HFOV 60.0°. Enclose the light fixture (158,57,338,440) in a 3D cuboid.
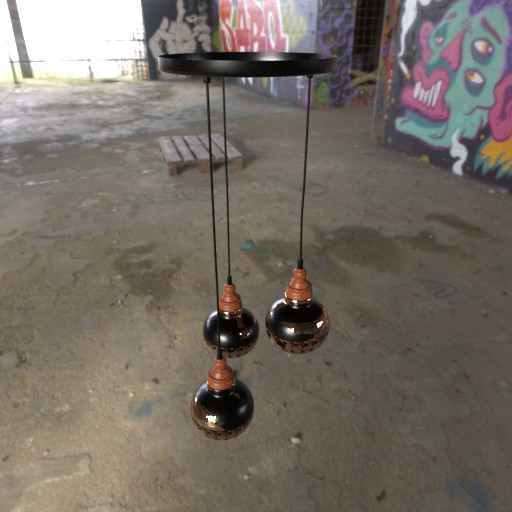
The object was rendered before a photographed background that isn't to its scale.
[{"bbox_3d":[0.000,0.000,1.709,0.605,1.410,0.608,0,27,0],"label":"light fixture"}]
